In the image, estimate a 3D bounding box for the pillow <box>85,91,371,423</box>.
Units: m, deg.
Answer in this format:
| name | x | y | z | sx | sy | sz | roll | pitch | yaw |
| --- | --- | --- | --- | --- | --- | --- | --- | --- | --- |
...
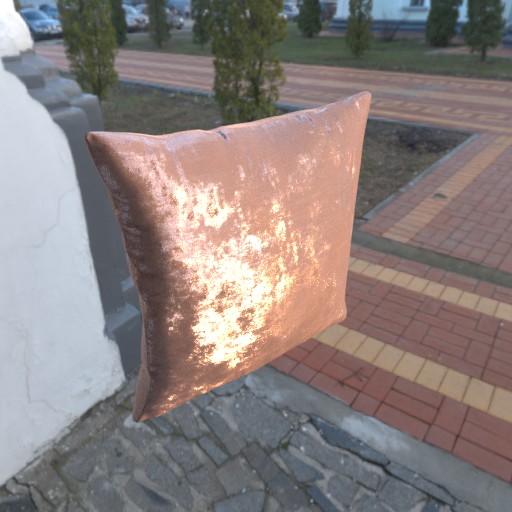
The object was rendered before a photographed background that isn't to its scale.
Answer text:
| name | x | y | z | sx | sy | sz | roll | pitch | yaw |
| --- | --- | --- | --- | --- | --- | --- | --- | --- | --- |
| pillow | 0.000 | 0.000 | 0.706 | 0.470 | 0.464 | 0.175 | -21 | 35 | -32 |
